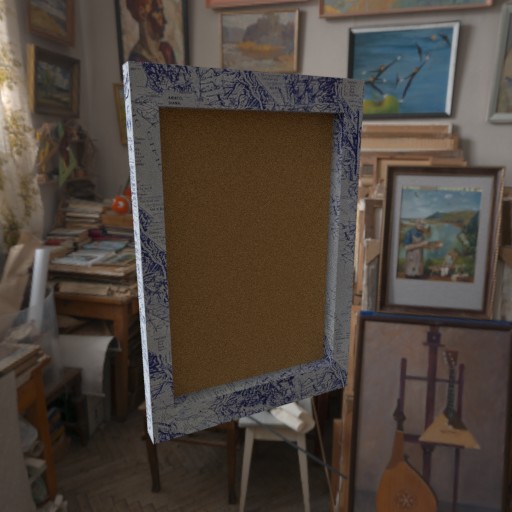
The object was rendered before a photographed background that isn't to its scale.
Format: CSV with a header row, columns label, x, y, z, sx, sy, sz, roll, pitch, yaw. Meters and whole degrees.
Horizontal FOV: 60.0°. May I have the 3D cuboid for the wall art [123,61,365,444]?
label,x,y,z,sx,sy,sz,roll,pitch,yaw
wall art,0.000,0.000,0.488,0.255,0.376,0.025,-7,16,-26
